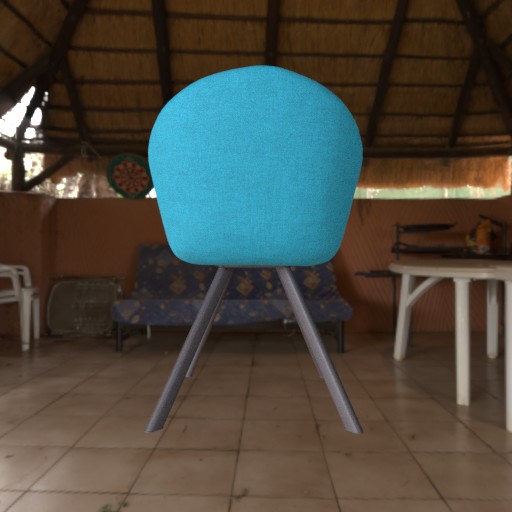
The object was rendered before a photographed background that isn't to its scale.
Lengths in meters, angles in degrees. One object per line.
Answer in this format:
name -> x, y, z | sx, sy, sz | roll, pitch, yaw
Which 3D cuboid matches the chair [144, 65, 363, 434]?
chair -> 0.000, 0.000, 1.169 | 0.545, 0.775, 0.565 | 0, 0, 1
